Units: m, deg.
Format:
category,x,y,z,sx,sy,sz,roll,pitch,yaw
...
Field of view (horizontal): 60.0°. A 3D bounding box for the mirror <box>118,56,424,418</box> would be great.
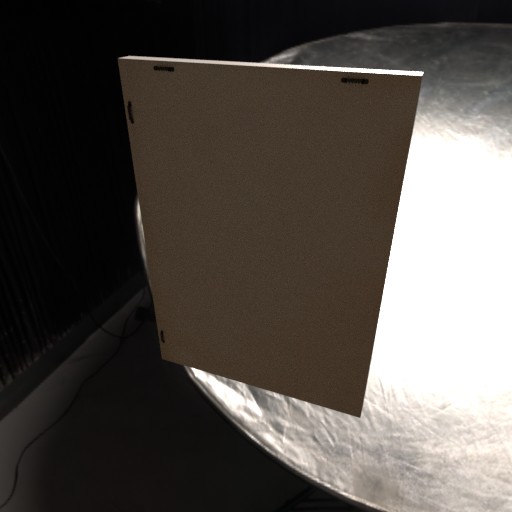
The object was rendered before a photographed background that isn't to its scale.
category,x,y,z,sx,sy,sz,roll,pitch,yaw
mirror,0.000,0.000,0.889,0.507,0.710,0.039,11,33,18
